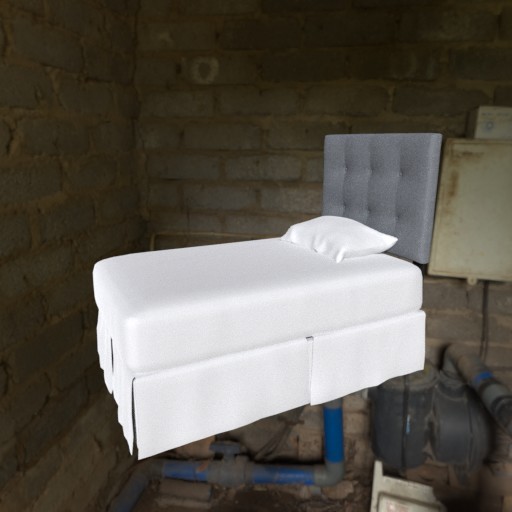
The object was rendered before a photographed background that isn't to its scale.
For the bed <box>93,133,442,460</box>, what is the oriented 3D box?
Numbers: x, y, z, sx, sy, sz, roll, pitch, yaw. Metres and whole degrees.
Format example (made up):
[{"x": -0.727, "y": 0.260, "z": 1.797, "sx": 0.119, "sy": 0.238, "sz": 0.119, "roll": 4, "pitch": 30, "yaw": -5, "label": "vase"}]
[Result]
[{"x": 0.000, "y": 0.000, "z": 2.935, "sx": 1.997, "sy": 1.571, "sz": 1.261, "roll": -7, "pitch": 16, "yaw": -26, "label": "bed"}]
